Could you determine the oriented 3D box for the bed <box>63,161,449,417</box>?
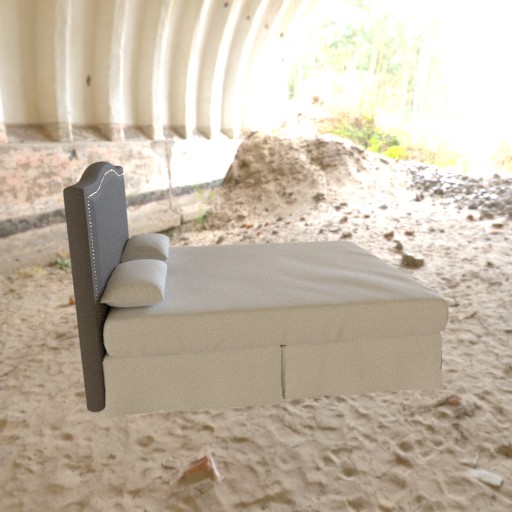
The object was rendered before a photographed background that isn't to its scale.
[{"bbox_3d":[0.000,0.000,3.404,2.282,1.436,1.821,-3,15,-9],"label":"bed"}]
